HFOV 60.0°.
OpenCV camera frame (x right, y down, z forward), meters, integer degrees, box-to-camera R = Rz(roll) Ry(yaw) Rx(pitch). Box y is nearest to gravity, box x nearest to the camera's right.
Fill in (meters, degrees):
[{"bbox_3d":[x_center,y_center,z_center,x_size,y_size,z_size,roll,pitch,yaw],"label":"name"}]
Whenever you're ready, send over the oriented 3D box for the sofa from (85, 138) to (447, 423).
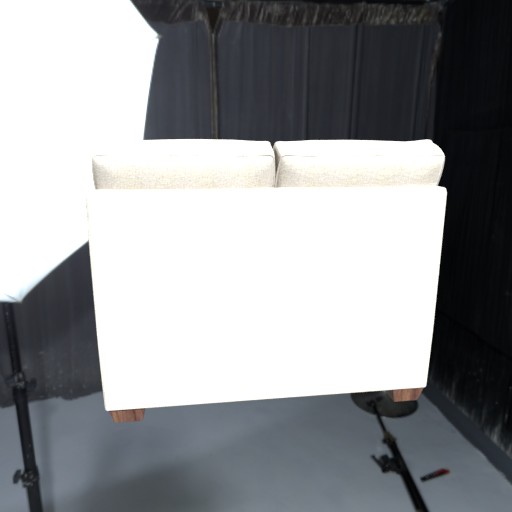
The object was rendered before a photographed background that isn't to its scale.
[{"bbox_3d":[0.000,0.000,2.007,1.232,1.006,0.978,-2,13,-8],"label":"sofa"}]
